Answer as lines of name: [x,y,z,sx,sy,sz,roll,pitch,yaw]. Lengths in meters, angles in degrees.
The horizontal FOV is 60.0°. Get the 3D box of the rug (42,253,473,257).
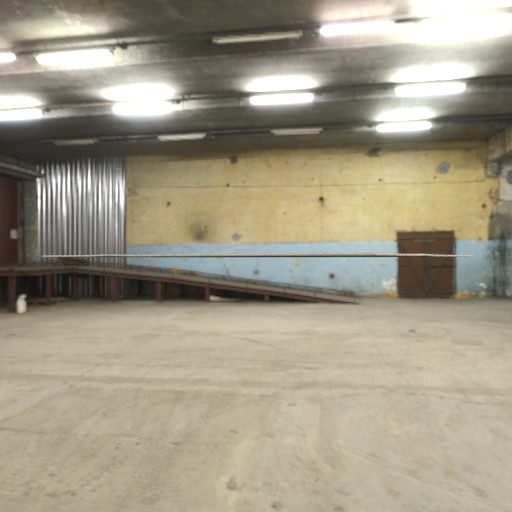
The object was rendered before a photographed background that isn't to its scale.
rug: [0.000,0.000,4.249,3.357,0.019,2.449,0,0,37]
